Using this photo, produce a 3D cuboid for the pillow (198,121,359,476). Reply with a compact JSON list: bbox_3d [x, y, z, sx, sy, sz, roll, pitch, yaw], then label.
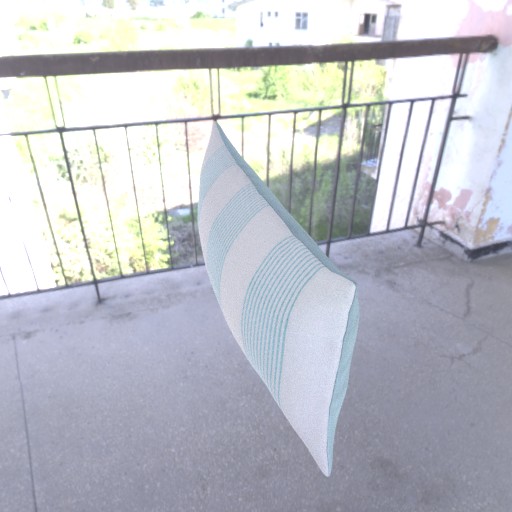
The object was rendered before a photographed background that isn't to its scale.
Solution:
[{"bbox_3d":[0.000,0.000,0.717,0.151,0.287,0.610,-9,32,-14],"label":"pillow"}]
